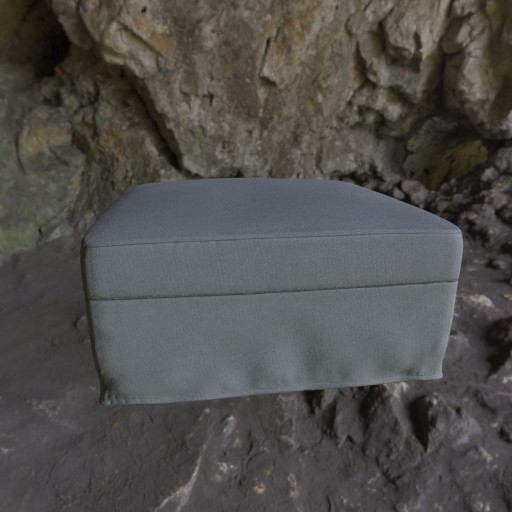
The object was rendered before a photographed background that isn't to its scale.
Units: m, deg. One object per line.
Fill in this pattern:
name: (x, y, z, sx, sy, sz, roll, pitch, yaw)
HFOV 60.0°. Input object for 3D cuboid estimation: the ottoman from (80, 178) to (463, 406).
ottoman: (0.000, 0.000, 1.347, 0.842, 0.441, 0.843, -2, 17, -8)
